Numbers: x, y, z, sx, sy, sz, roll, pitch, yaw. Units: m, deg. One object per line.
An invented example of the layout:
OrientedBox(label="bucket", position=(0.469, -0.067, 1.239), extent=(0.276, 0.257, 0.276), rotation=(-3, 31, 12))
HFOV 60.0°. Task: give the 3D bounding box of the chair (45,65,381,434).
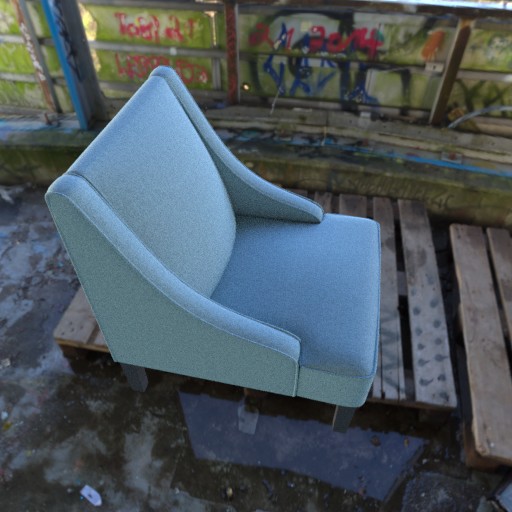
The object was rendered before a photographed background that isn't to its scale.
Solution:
OrientedBox(label="chair", position=(0.000, 0.000, 1.809), extent=(1.025, 1.133, 0.857), rotation=(9, 46, 8))
